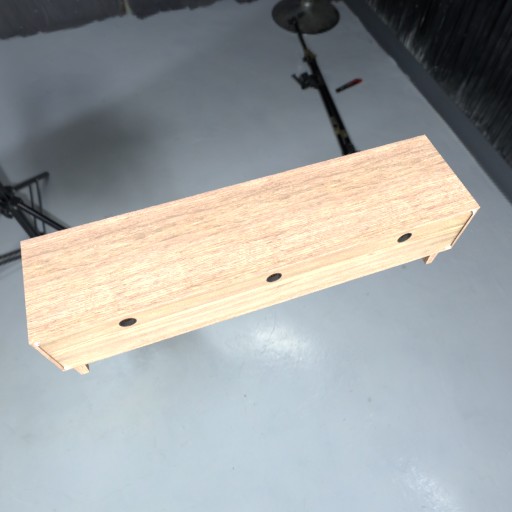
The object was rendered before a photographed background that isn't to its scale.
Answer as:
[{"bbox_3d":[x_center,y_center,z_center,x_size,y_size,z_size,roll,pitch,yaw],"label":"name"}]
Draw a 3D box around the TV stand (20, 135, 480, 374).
[{"bbox_3d":[0.000,0.000,1.640,1.482,0.409,0.366,-16,60,-10],"label":"TV stand"}]
